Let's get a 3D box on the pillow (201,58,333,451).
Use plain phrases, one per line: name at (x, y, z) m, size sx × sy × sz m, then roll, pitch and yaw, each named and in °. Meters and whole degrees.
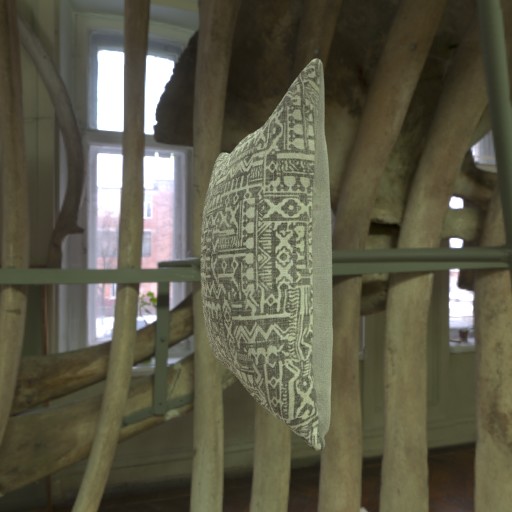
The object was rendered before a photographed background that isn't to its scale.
pillow at (0.000, 0.000, 0.790) m, size 0.180 × 0.487 × 0.546 m, roll 0°, pitch 0°, yaw -17°
